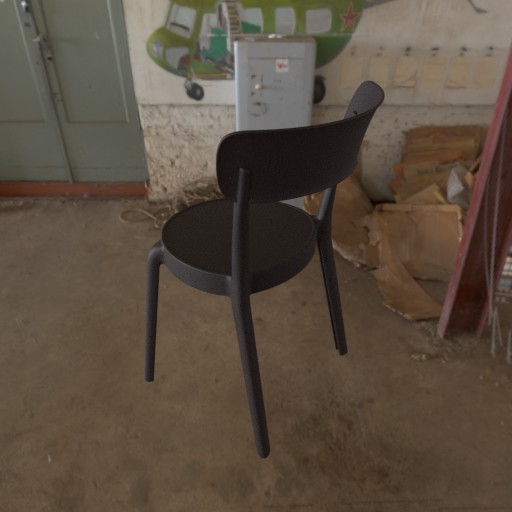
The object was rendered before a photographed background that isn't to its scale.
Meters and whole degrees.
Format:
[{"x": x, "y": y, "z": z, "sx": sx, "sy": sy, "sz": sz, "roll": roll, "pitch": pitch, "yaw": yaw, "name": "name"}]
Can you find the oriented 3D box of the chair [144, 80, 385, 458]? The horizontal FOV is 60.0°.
[{"x": 0.000, "y": 0.000, "z": 1.109, "sx": 0.491, "sy": 0.790, "sz": 0.506, "roll": 21, "pitch": 38, "yaw": 30, "name": "chair"}]
